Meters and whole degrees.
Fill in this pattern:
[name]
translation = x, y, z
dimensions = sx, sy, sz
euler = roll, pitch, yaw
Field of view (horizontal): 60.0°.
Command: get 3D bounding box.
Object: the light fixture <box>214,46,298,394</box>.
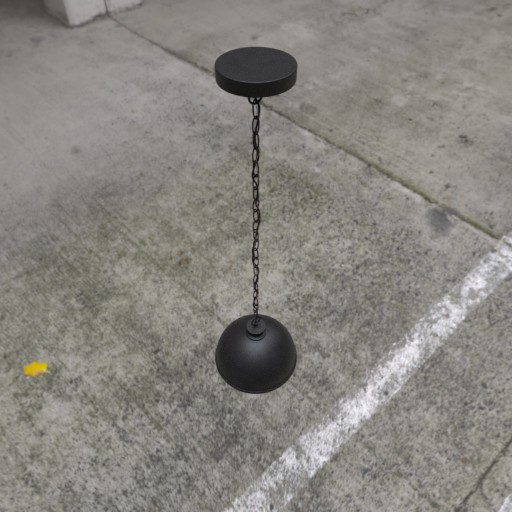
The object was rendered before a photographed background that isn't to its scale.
[light fixture]
translation = 0.000, 0.000, 1.253
dimensions = 0.304, 1.090, 0.304
euler = -33, 55, -27
